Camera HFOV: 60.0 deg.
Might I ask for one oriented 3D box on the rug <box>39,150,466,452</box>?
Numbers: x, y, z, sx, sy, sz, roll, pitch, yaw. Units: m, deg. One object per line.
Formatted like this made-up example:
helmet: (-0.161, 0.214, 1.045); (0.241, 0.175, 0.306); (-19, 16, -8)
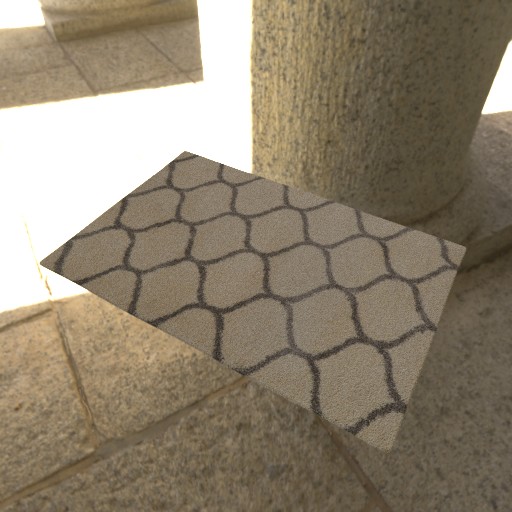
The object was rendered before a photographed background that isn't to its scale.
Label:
rug: (0.000, 0.000, 3.346); (2.701, 0.026, 1.801); (23, 50, 21)
